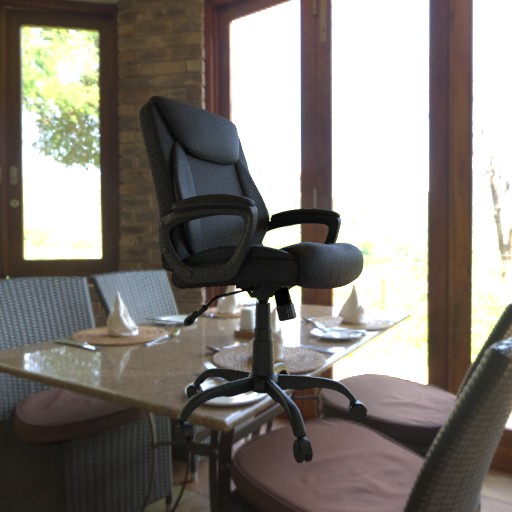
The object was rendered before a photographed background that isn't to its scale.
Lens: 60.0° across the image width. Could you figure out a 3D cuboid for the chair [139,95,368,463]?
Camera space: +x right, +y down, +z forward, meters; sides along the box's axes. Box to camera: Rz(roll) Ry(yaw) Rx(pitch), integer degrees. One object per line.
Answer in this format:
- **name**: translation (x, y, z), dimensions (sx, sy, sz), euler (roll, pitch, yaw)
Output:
- **chair**: translation (0.000, 0.000, 1.469), dimensions (0.655, 1.072, 0.615), euler (1, 1, 36)
